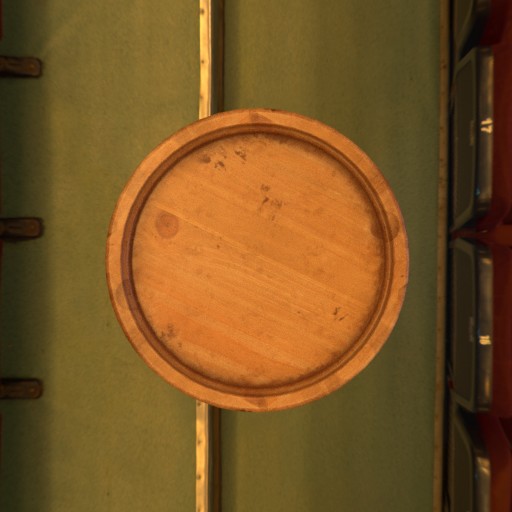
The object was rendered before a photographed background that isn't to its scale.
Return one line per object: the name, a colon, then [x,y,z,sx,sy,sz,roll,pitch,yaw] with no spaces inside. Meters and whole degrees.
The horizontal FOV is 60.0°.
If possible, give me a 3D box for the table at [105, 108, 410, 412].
table: [0.000,0.000,0.922,0.414,0.664,0.418,0,90,-1]
